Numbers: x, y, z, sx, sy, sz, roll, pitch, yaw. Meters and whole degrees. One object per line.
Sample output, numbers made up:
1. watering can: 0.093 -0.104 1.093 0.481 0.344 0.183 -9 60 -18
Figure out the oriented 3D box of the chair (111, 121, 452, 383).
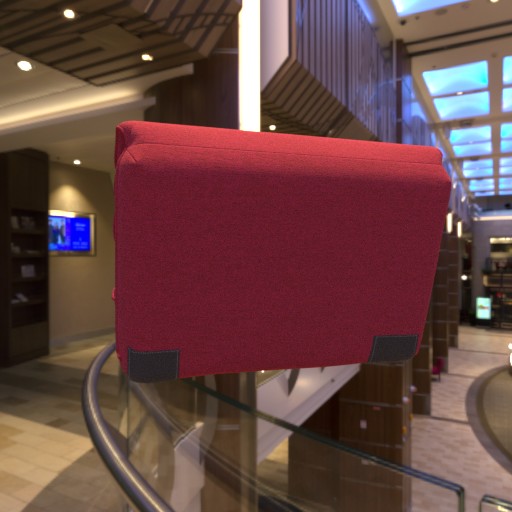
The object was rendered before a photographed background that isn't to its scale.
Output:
1. chair: 0.000 0.000 1.325 0.820 0.580 0.780 0 0 -17
